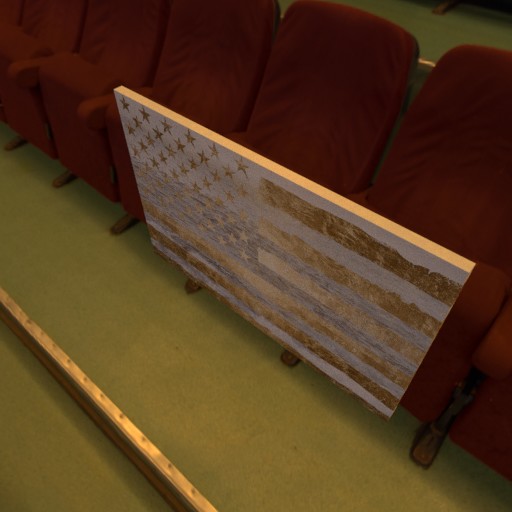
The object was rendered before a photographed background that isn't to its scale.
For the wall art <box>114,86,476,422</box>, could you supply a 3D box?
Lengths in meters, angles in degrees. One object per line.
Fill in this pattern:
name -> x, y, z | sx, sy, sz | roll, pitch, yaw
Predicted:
wall art -> 0.000, 0.000, 1.152 | 0.932, 0.610, 0.027 | 33, 55, 26
